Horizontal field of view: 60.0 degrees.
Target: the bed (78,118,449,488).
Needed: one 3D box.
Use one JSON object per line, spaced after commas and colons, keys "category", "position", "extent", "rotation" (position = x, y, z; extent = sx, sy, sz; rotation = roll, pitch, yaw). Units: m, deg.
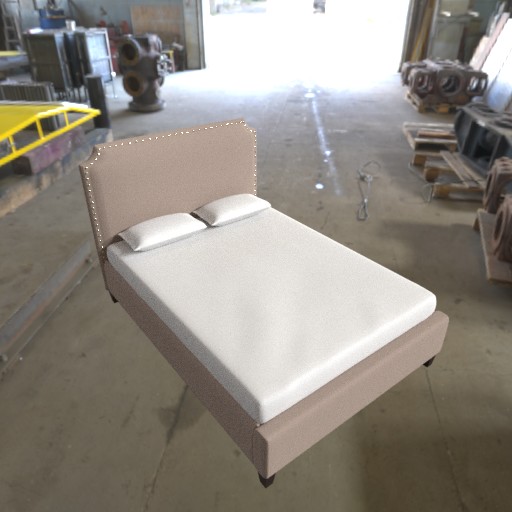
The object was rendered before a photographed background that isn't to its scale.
{"category": "bed", "position": [0.000, 0.000, 3.390], "extent": [1.713, 1.443, 2.372], "rotation": [-21, 37, -31]}
